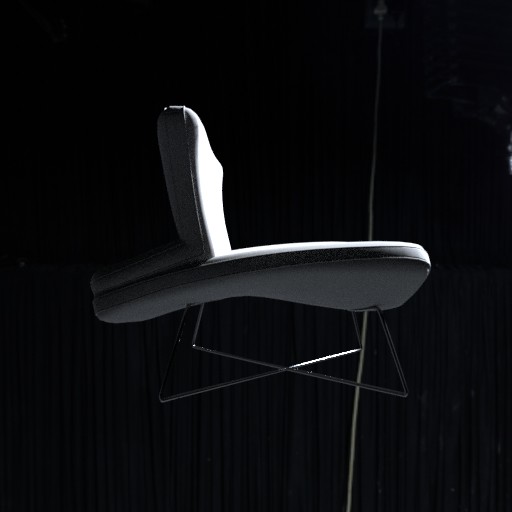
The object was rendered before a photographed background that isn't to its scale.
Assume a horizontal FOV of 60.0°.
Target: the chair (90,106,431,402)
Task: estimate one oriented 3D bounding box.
[{"bbox_3d":[0.000,0.000,1.642,1.008,0.855,0.859,0,2,0],"label":"chair"}]
